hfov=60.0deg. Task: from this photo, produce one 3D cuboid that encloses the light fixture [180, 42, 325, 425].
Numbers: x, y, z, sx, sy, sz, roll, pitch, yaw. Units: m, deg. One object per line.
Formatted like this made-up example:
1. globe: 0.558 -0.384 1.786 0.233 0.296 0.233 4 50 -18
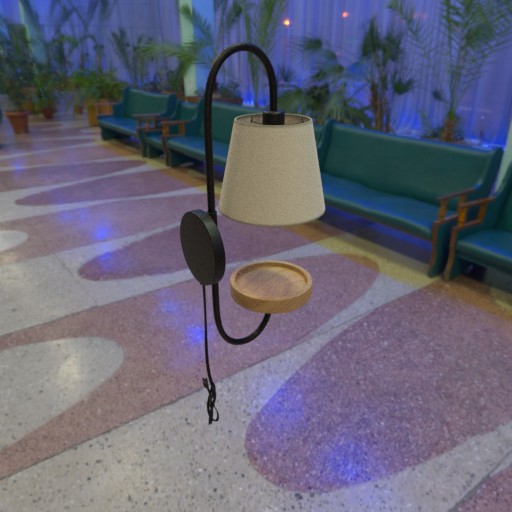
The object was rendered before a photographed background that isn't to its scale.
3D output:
1. light fixture: 0.000 0.000 0.944 0.299 0.821 0.220 -17 31 -31
